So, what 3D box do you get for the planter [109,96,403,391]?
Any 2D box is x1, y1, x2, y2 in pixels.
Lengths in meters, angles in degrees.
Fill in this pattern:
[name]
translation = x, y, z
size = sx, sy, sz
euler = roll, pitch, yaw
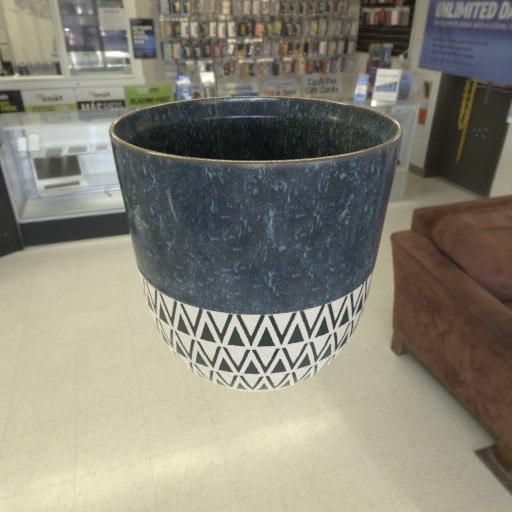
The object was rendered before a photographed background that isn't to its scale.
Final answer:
[planter]
translation = 0.000, 0.000, 0.356
size = 0.195, 0.214, 0.195
euler = 0, 29, 0
